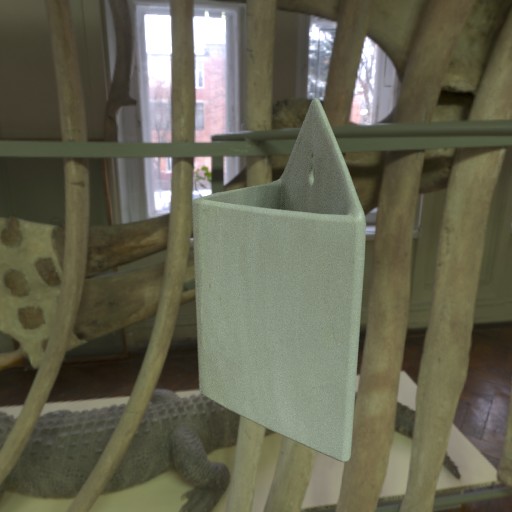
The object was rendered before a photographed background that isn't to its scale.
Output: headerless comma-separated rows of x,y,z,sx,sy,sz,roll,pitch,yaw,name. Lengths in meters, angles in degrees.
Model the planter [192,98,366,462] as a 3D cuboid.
0.000,0.000,0.287,0.080,0.194,0.163,-3,16,-10,planter
